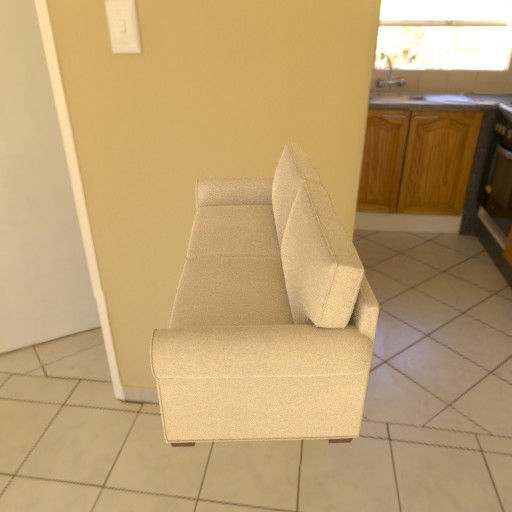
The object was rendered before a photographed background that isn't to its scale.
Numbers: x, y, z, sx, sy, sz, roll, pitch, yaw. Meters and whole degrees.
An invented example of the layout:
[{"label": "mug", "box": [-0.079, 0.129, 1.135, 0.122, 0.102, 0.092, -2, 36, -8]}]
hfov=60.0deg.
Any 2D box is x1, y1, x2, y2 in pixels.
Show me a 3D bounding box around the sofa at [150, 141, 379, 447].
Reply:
[{"label": "sofa", "box": [0.000, 0.000, 2.697, 0.901, 0.962, 2.146, -1, 28, -1]}]
